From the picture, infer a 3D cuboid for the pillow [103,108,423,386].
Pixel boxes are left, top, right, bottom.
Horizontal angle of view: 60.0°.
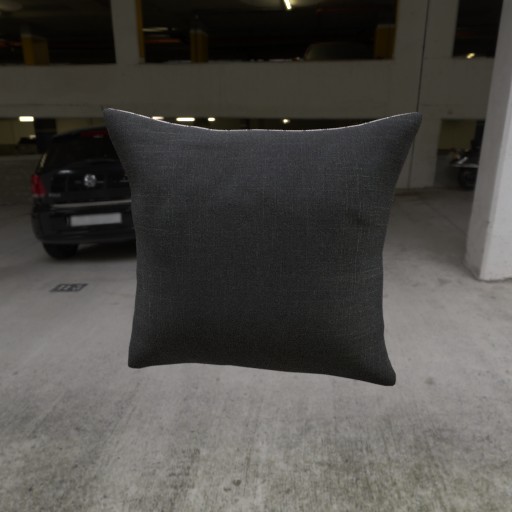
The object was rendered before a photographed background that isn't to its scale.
[{"bbox_3d":[0.000,0.000,0.702,0.468,0.444,0.138,2,18,8],"label":"pillow"}]
